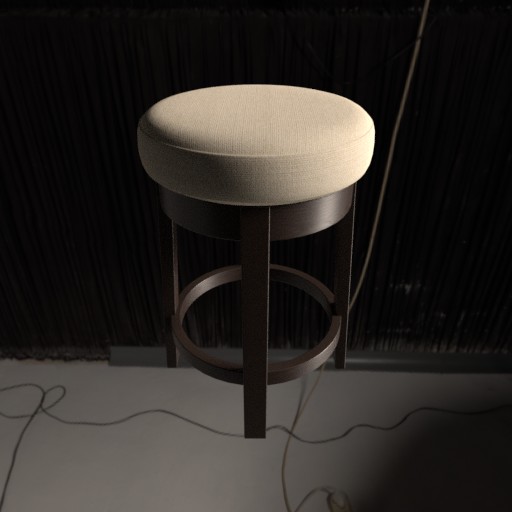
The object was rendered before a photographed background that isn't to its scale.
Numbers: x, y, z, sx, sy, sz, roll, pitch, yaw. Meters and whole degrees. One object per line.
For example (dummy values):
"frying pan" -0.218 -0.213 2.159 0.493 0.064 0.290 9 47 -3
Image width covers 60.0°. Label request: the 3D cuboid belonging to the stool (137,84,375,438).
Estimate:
"stool" 0.000 0.000 0.968 0.449 0.655 0.449 0 32 0
